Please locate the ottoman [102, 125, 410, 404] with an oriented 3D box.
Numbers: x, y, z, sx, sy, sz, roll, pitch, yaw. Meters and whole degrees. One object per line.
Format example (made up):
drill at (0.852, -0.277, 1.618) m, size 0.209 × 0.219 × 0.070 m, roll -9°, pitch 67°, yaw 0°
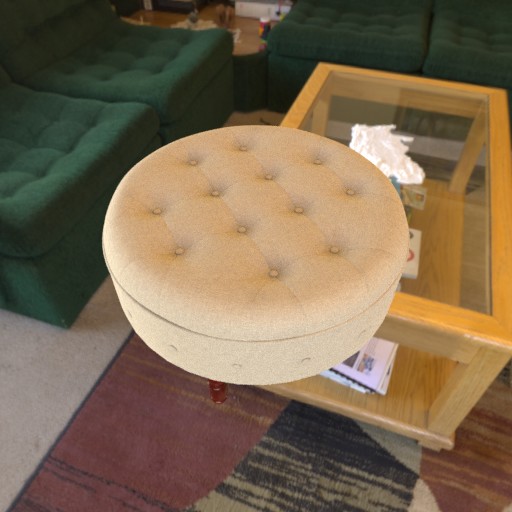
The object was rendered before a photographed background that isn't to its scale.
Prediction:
ottoman at (0.000, 0.000, 1.376) m, size 0.849 × 0.478 × 0.849 m, roll 0°, pitch 46°, yaw 0°
